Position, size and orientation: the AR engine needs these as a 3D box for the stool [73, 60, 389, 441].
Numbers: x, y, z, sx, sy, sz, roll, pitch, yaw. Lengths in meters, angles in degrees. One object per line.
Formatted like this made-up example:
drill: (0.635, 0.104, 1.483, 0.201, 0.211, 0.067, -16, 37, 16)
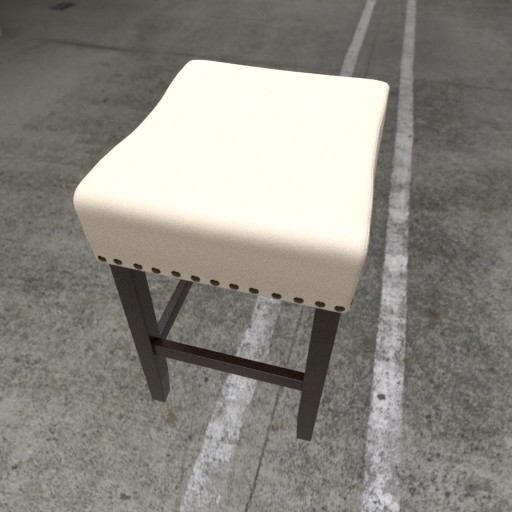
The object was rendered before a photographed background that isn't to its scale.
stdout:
stool: (0.000, 0.000, 0.924, 0.401, 0.609, 0.471, 11, 47, 10)
